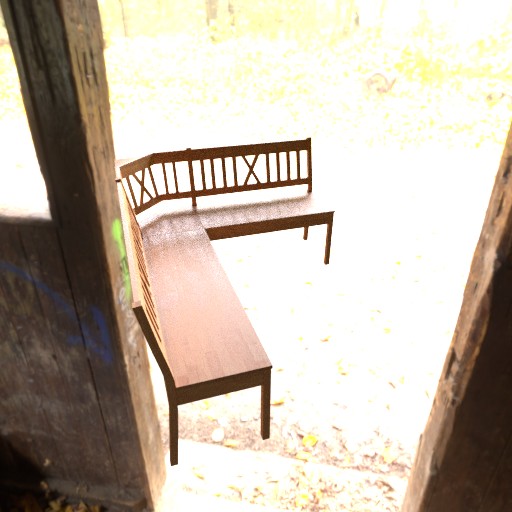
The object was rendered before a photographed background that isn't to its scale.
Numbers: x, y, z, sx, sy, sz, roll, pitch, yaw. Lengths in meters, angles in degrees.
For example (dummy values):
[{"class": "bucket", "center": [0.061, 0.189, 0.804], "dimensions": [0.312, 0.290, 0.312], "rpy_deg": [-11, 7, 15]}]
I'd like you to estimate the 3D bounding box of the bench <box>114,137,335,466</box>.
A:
[{"class": "bench", "center": [0.000, 0.000, 2.781], "dimensions": [1.537, 0.902, 1.937], "rpy_deg": [-9, 31, -15]}]
